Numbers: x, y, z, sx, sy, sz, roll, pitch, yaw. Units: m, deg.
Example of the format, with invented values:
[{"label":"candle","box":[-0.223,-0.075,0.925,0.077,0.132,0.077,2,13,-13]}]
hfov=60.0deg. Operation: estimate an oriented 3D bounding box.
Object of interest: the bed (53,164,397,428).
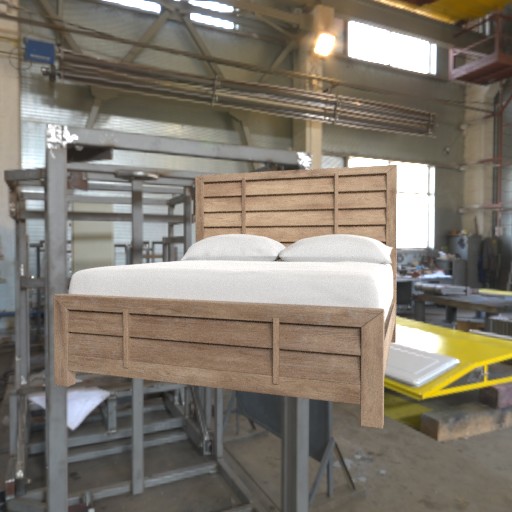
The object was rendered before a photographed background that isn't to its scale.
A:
[{"label":"bed","box":[0.000,0.000,3.454,2.032,1.626,2.062,1,2,19]}]
